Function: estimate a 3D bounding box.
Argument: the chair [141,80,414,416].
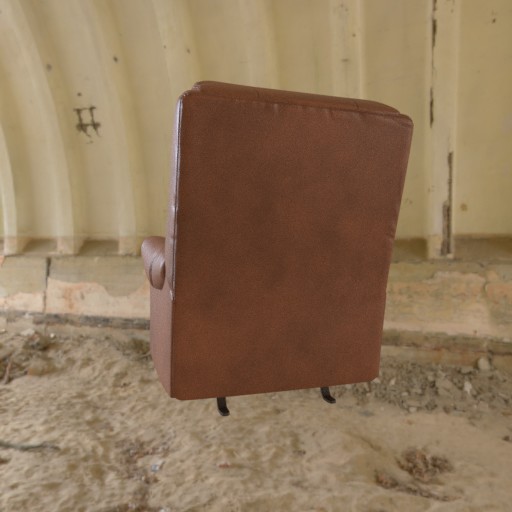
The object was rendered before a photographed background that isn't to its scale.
[{"bbox_3d":[0.000,0.000,1.770,0.838,1.054,1.014,0,1,-18],"label":"chair"}]
